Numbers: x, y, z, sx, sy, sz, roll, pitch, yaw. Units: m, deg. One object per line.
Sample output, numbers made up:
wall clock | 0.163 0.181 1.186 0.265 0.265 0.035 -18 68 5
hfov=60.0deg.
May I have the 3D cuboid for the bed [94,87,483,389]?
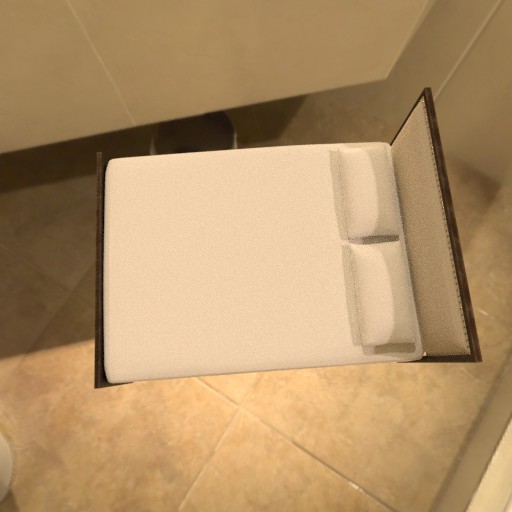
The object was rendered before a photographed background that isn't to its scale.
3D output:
bed | 0.000 0.000 3.085 2.221 1.313 1.607 -4 76 -1
